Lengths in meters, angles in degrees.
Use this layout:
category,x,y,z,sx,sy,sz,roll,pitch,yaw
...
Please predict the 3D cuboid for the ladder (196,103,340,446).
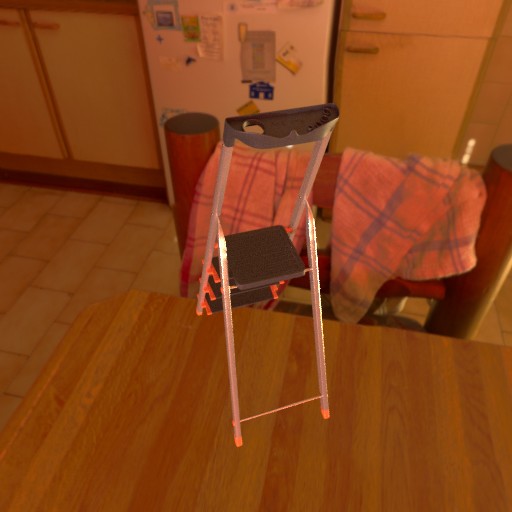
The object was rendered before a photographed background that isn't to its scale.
category,x,y,z,sx,sy,sz,roll,pitch,yaw
ladder,0.000,0.000,1.822,0.452,1.429,0.834,-12,43,-13
